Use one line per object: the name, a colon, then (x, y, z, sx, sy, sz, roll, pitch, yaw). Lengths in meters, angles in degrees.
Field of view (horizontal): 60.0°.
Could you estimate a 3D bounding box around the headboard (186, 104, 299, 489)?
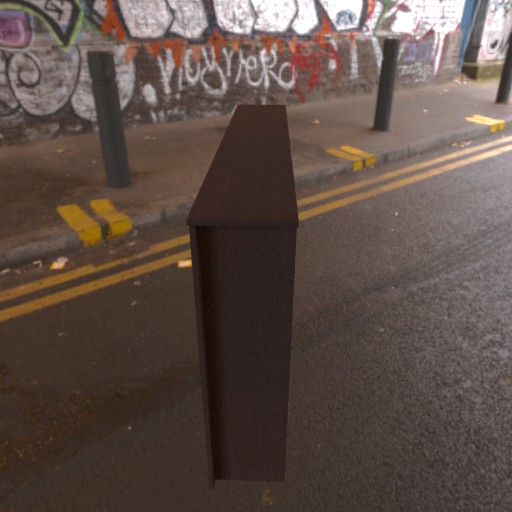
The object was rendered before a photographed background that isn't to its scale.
headboard: (0.000, 0.000, 2.084, 0.279, 1.092, 1.671, 1, 28, 2)
